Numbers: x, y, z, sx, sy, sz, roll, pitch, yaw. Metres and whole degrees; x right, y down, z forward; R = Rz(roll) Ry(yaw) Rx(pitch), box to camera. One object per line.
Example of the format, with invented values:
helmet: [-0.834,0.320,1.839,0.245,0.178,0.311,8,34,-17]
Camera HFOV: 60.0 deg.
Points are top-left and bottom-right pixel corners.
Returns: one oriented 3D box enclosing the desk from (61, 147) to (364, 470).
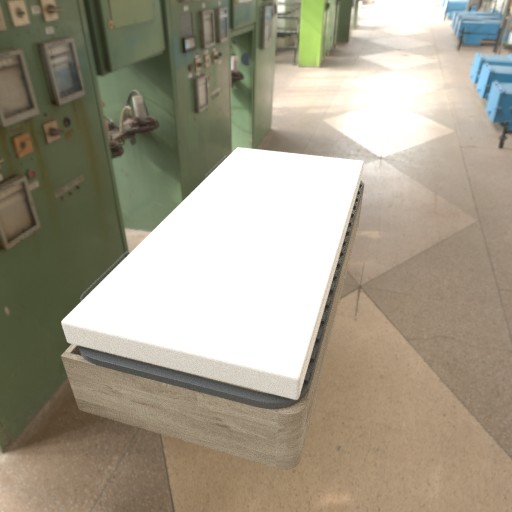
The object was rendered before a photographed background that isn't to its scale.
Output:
desk: [0.000,0.000,2.286,0.900,0.455,1.900,10,35,14]
